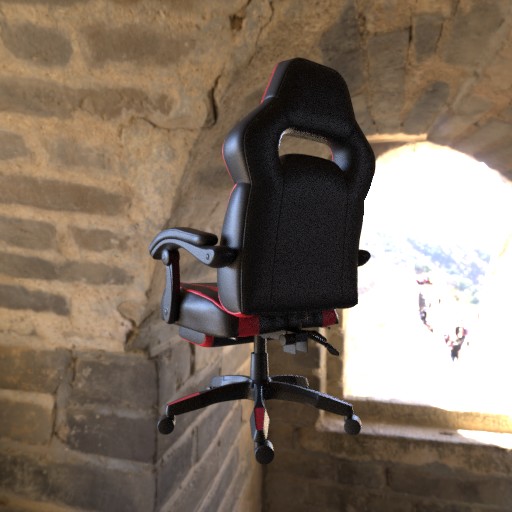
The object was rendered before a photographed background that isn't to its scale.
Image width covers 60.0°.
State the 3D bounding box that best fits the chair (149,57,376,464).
[{"bbox_3d":[0.000,0.000,1.649,0.700,1.220,0.700,1,-1,-36],"label":"chair"}]
